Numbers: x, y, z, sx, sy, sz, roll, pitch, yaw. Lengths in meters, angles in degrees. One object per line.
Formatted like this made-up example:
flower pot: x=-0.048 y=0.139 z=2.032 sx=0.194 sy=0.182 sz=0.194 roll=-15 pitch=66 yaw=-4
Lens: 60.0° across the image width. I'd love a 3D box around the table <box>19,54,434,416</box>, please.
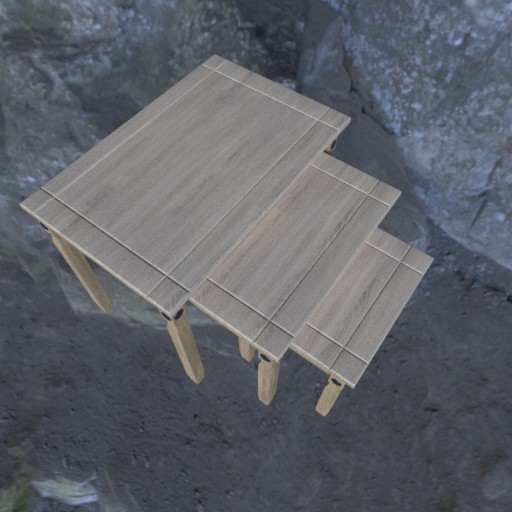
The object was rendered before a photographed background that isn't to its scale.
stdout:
table: x=0.000 y=0.000 z=1.191 sx=0.773 sy=0.535 sz=0.660 roll=32 pitch=63 yaw=18
